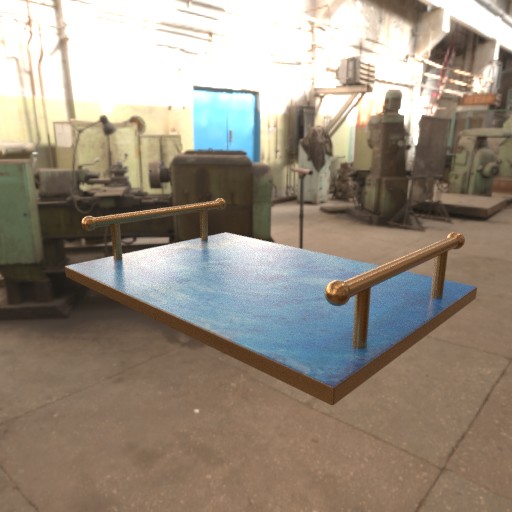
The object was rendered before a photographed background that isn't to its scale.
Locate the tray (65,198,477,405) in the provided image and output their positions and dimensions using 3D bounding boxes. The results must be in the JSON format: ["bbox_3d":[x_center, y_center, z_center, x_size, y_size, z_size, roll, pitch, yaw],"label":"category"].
[{"bbox_3d":[0.000,0.000,0.565,0.444,0.084,0.304,14,21,42],"label":"tray"}]
